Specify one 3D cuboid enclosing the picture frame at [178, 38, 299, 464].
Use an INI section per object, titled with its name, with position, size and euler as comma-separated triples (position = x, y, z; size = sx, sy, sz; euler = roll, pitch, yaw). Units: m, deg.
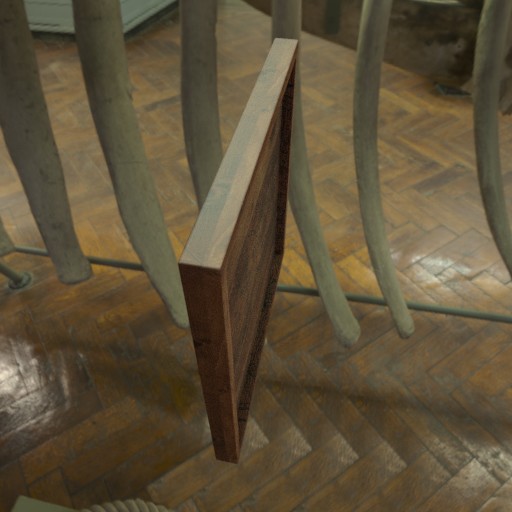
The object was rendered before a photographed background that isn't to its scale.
[picture frame]
position = 0.000, 0.000, 0.518
size = 0.028, 0.356, 0.352
euler = 8, 48, 8
